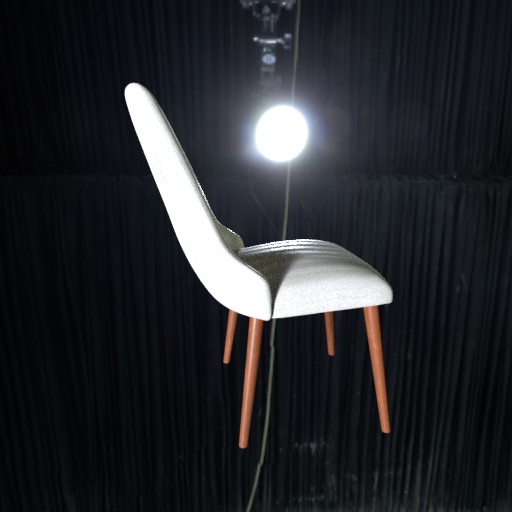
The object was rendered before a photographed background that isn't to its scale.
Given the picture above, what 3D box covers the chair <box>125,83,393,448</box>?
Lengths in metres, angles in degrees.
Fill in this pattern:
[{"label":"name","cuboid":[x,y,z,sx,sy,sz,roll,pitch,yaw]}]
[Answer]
[{"label":"chair","cuboid":[0.000,0.000,1.309,0.684,0.917,0.526,-2,14,-9]}]
